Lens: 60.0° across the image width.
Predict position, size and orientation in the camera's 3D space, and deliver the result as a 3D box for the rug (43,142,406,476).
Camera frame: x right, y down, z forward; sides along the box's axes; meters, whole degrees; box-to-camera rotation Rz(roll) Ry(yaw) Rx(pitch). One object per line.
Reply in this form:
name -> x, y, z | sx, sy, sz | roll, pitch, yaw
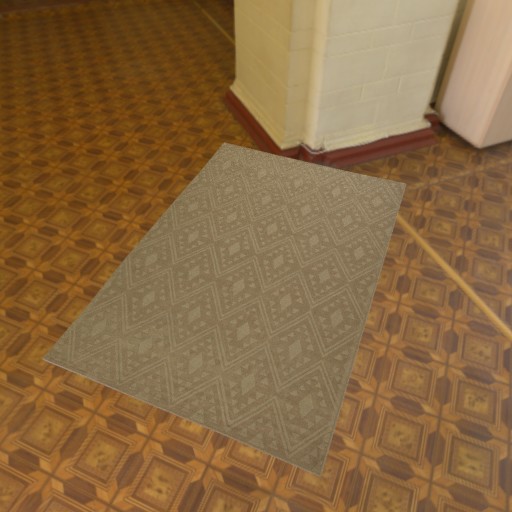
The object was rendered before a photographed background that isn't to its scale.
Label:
rug -> 0.000, 0.000, 2.323 | 1.252, 0.034, 1.829 | 17, 48, 15
